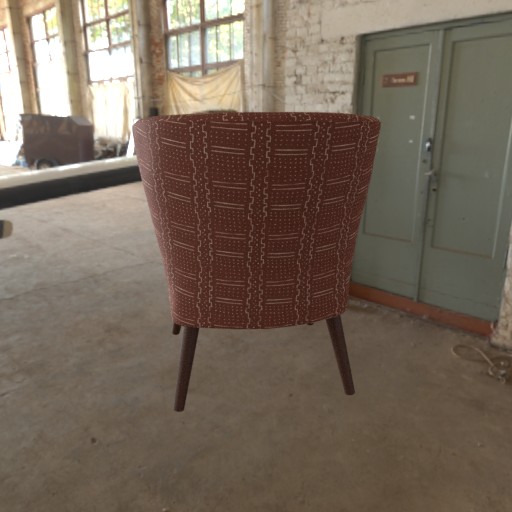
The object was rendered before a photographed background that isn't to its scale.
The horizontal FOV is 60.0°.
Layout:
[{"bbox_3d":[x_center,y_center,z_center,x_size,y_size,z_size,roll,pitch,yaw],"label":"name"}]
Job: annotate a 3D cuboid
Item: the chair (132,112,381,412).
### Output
[{"bbox_3d":[0.000,0.000,1.430,0.706,0.866,0.758,-3,17,-9],"label":"chair"}]
